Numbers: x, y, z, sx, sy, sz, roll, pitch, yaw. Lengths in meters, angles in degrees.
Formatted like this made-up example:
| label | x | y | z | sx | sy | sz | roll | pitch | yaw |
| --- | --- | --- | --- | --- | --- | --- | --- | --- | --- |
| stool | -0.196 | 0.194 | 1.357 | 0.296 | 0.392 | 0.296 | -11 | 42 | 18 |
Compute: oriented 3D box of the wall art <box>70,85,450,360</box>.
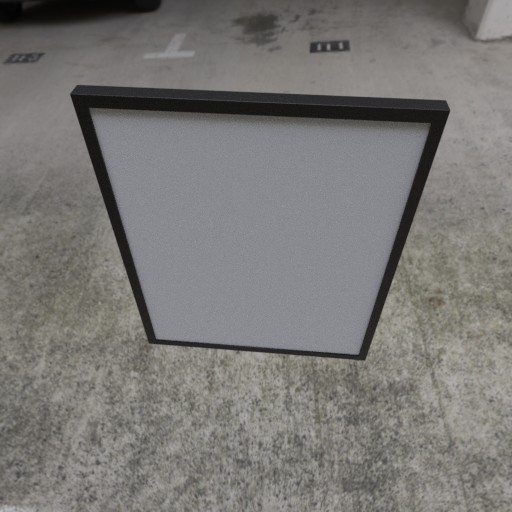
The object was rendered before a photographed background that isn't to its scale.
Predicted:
| label | x | y | z | sx | sy | sz | roll | pitch | yaw |
| --- | --- | --- | --- | --- | --- | --- | --- | --- | --- |
| wall art | 0.000 | 0.000 | 0.526 | 0.325 | 0.397 | 0.018 | 4 | 46 | 4 |
